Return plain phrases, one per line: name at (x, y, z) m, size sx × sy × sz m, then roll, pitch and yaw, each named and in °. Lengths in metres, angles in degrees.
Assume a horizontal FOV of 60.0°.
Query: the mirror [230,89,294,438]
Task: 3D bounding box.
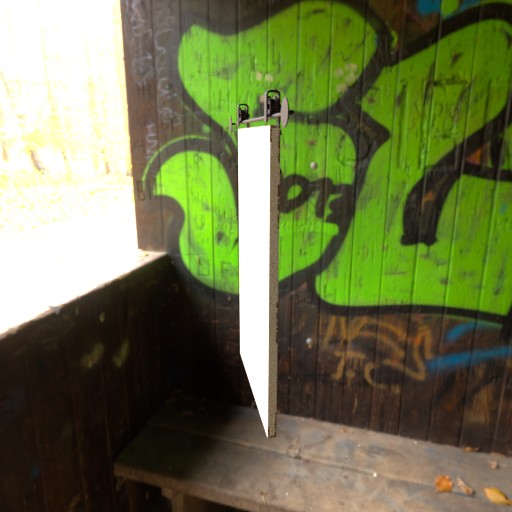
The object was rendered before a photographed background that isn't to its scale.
mirror at (0.000, 0.000, 1.253) m, size 0.037 × 0.844 × 0.808 m, roll -3°, pitch 15°, yaw -10°
